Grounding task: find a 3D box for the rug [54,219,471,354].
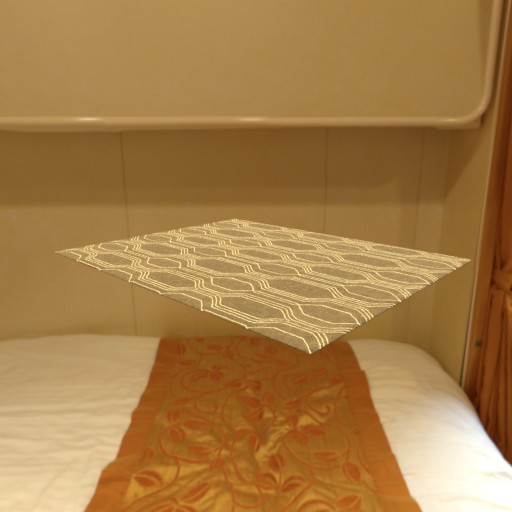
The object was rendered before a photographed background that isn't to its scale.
[{"bbox_3d":[0.000,0.000,4.160,3.062,0.012,2.457,14,20,41],"label":"rug"}]
